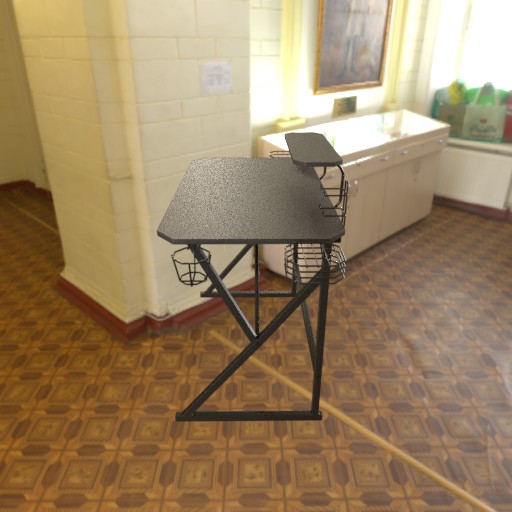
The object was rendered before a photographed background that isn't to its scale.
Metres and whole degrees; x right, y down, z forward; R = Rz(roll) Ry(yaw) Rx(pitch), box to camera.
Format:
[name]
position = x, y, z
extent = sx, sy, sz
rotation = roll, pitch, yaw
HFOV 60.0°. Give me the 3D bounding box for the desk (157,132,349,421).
[desk]
position = 0.000, 0.000, 1.778
extent = 0.580, 0.880, 1.290
rotation = 0, 25, -1
